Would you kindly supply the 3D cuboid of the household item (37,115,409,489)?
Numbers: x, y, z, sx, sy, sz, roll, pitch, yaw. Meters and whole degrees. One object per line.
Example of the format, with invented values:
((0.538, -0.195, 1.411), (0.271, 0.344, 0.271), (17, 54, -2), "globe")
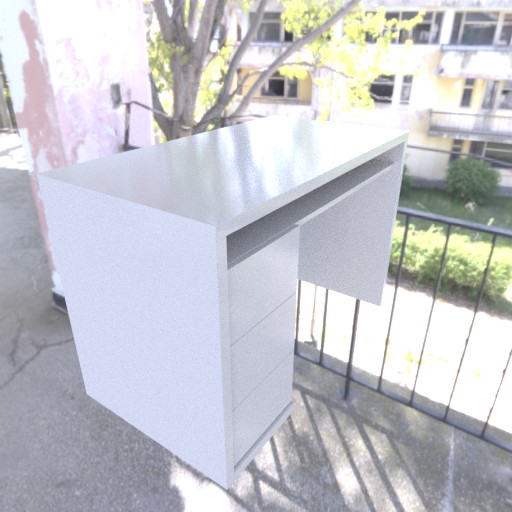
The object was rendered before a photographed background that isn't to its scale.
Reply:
((0.000, 0.000, 1.547), (0.597, 0.749, 1.100), (18, 32, 31), "household item")
